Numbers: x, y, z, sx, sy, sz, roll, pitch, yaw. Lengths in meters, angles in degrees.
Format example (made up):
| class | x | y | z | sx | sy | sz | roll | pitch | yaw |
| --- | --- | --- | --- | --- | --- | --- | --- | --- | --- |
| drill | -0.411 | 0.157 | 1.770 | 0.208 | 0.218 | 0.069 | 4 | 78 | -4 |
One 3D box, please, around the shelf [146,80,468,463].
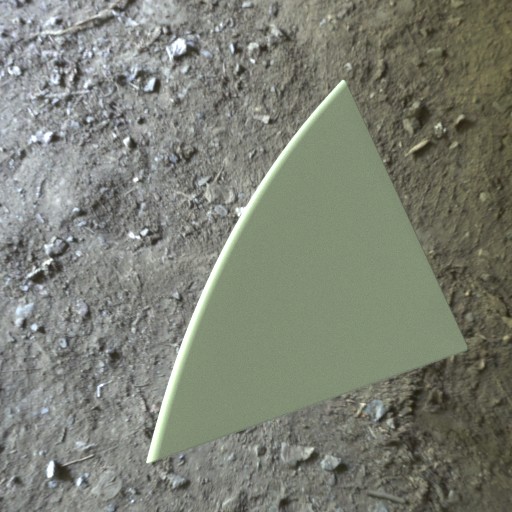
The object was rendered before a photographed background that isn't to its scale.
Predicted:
| class | x | y | z | sx | sy | sz | roll | pitch | yaw |
| --- | --- | --- | --- | --- | --- | --- | --- | --- | --- |
| shelf | 0.000 | 0.000 | 0.456 | 0.310 | 0.050 | 0.310 | -19 | 76 | -5 |
